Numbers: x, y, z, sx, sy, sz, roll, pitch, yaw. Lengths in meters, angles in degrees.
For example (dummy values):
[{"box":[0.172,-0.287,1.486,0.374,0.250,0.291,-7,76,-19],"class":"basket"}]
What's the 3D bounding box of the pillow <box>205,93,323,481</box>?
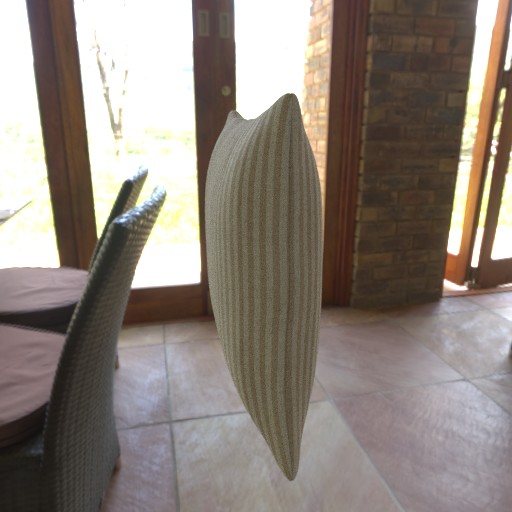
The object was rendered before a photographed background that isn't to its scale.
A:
[{"box":[0.000,0.000,0.785,0.166,0.510,0.523,-3,16,-10],"class":"pillow"}]
